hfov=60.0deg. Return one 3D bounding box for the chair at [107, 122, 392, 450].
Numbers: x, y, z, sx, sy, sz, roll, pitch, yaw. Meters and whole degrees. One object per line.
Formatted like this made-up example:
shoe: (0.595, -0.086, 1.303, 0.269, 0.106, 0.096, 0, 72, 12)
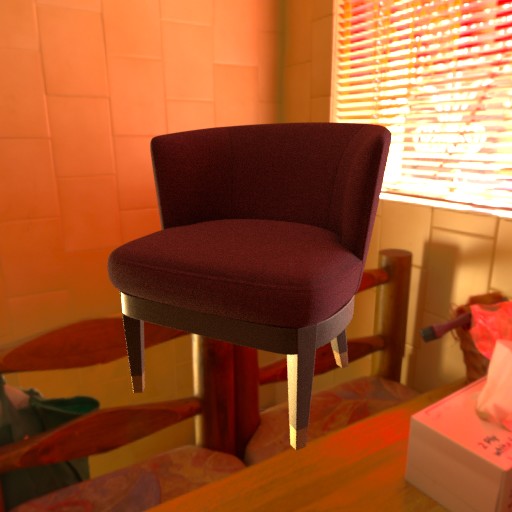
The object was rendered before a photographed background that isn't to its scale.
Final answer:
chair: (0.000, 0.000, 1.282, 0.700, 0.760, 0.660, 8, 17, 28)
